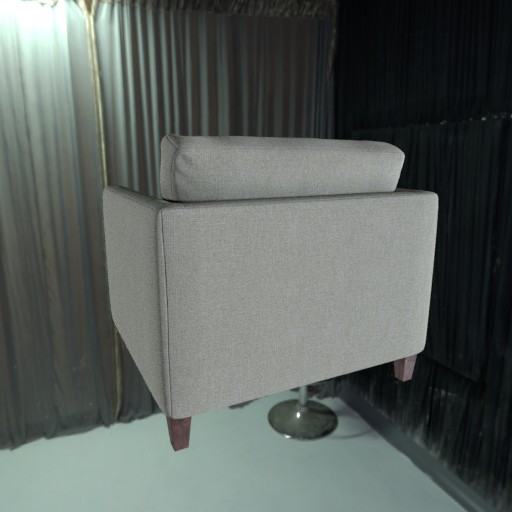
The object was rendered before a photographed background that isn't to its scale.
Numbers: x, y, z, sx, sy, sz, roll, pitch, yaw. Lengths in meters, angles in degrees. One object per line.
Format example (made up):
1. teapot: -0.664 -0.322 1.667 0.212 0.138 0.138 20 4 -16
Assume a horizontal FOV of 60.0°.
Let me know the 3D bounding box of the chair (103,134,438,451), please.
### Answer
1. chair: 0.000 0.000 1.875 1.107 0.963 0.959 -7 15 -26
